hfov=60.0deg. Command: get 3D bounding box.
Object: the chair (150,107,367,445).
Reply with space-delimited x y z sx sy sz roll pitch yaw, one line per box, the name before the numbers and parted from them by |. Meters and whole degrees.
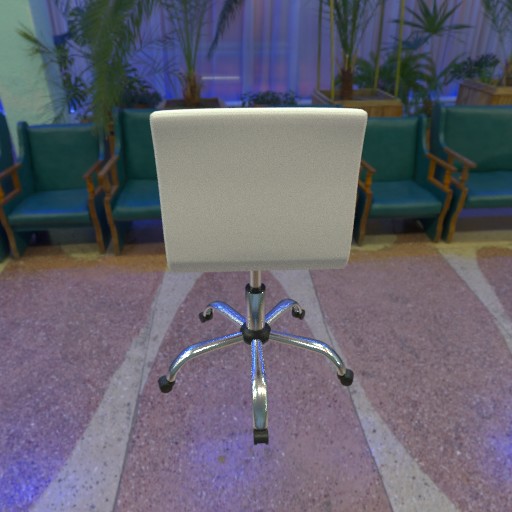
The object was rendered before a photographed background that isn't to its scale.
chair | 0.000 0.000 1.114 0.556 0.780 0.530 -1 30 -2
